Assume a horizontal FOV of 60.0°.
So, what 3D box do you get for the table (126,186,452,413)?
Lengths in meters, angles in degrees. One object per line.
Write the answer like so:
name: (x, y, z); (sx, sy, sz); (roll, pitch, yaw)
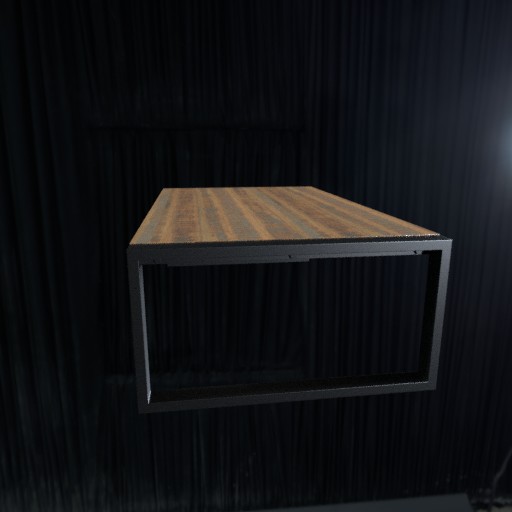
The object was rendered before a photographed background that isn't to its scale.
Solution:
table: (0.000, 0.000, 1.695); (0.750, 0.400, 1.350); (-2, 14, -8)
